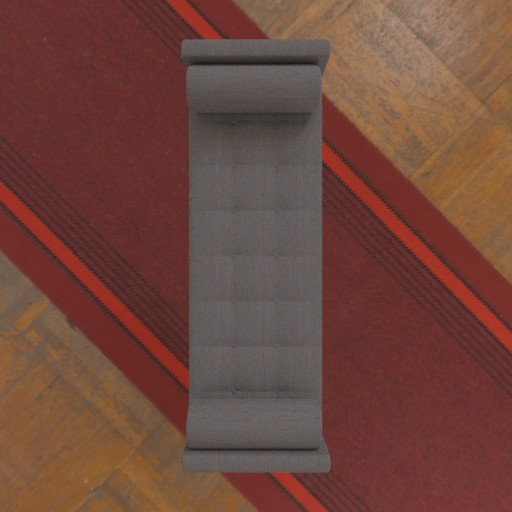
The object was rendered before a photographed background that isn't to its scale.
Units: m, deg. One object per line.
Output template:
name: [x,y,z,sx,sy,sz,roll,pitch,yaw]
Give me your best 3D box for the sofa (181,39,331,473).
sofa: [0.000,0.000,2.316,0.686,0.635,1.981,0,90,0]
